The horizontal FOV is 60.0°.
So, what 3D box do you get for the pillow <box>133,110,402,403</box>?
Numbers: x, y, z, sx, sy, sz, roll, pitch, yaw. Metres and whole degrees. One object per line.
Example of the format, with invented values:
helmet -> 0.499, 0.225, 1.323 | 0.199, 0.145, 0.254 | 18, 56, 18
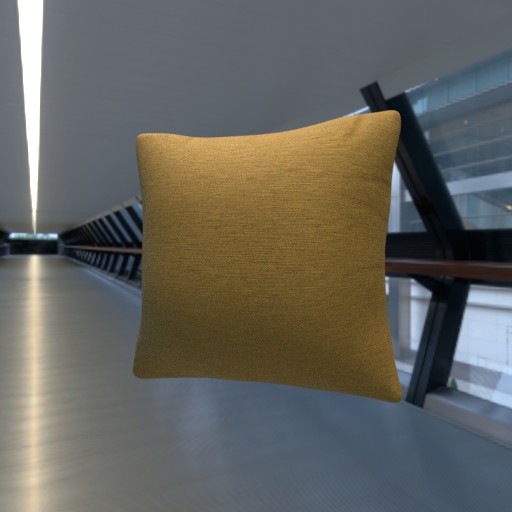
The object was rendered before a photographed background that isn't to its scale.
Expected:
pillow -> 0.000, 0.000, 0.695 | 0.435, 0.417, 0.247 | 0, 0, 18
